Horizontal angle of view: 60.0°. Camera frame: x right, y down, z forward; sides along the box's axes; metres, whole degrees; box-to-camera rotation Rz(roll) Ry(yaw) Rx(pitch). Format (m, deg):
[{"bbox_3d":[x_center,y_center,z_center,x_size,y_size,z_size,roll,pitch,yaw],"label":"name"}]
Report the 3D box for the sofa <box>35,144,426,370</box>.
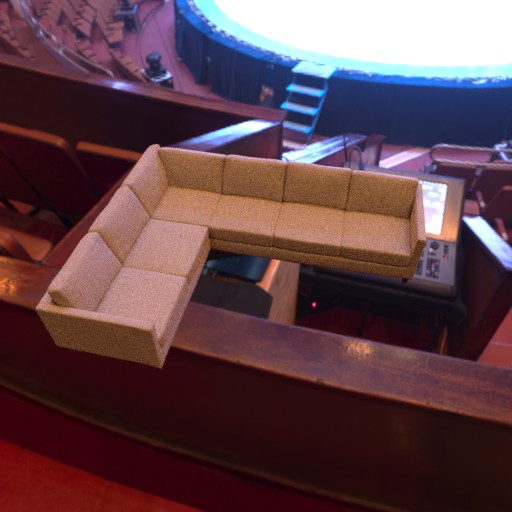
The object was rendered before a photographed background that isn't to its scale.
[{"bbox_3d":[0.000,0.000,4.373,3.182,0.863,2.432,9,46,8],"label":"sofa"}]
